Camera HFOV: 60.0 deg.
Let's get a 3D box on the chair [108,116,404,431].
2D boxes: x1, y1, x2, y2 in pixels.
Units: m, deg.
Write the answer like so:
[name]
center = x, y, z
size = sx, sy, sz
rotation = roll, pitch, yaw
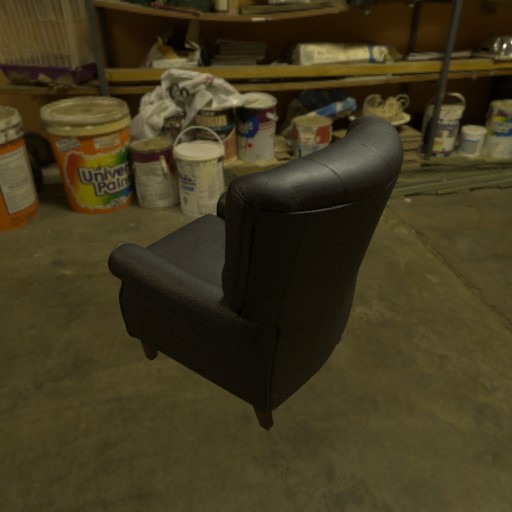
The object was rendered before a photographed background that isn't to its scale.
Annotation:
[chair]
center = 0.000, 0.000, 1.922
size = 1.058, 1.158, 0.948
rotation = 20, 37, 30
